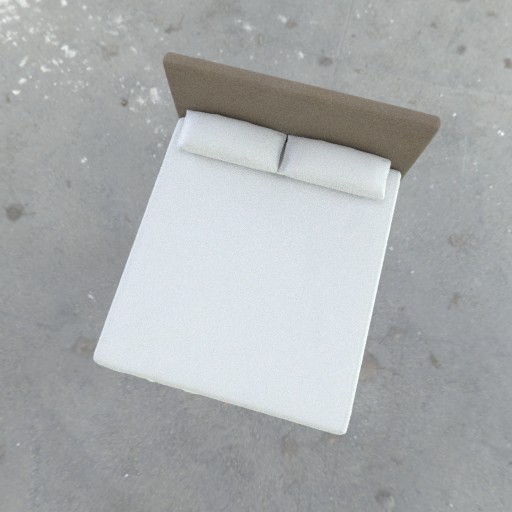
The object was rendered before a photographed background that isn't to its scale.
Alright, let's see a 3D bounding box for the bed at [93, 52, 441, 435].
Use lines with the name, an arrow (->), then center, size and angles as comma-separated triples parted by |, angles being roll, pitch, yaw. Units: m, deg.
bed -> 0.000, 0.000, 3.496 | 2.119, 1.317, 2.341 | 15, 76, 4
